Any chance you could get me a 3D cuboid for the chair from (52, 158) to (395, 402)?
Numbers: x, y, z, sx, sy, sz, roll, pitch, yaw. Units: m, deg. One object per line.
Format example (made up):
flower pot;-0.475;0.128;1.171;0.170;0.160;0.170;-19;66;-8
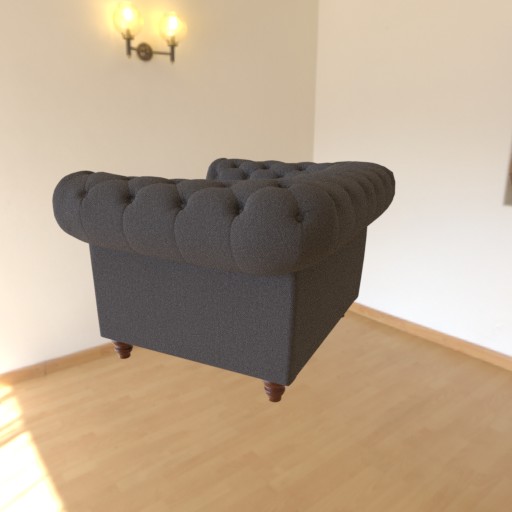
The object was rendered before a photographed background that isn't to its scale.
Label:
chair;0.000;0.000;1.914;0.976;0.770;1.270;8;17;25
